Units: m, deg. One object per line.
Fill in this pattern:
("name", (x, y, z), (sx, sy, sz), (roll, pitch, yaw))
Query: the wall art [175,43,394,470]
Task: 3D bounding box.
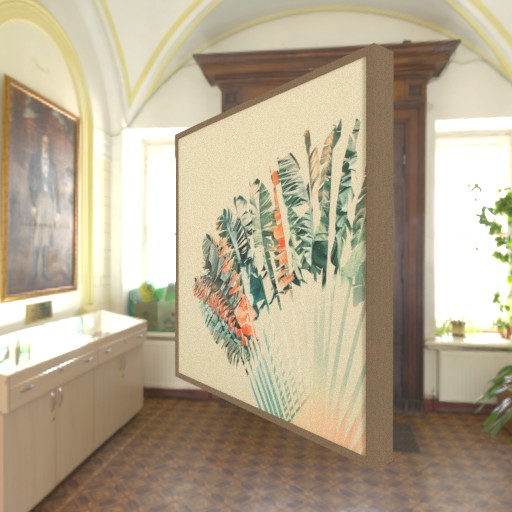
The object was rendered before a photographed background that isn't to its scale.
("wall art", (0.000, 0.000, 0.739), (0.038, 0.506, 0.508), (0, 0, -37))
